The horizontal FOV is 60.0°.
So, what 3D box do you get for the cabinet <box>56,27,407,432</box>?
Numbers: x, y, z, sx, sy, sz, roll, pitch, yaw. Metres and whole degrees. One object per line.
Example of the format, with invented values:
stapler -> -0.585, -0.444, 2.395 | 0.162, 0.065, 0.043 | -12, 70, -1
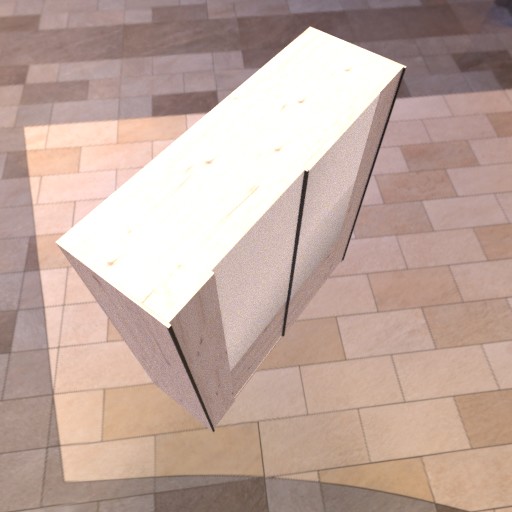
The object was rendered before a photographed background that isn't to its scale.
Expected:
cabinet -> 0.000, 0.000, 3.151 | 0.660, 2.180, 2.000 | 33, 64, 18
